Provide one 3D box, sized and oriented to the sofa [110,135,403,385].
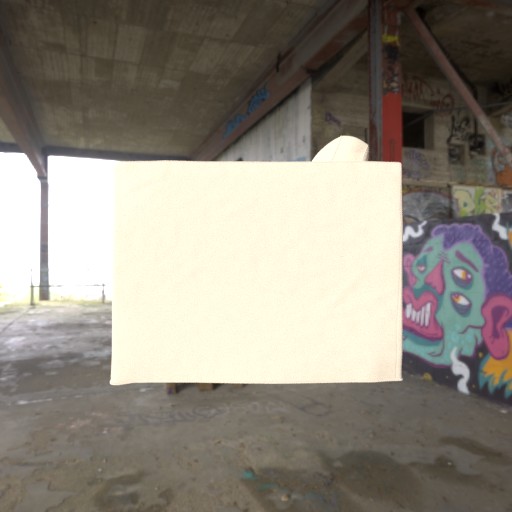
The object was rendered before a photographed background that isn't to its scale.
[{"bbox_3d":[0.000,0.000,2.268,0.962,0.834,1.746,0,-1,0],"label":"sofa"}]
